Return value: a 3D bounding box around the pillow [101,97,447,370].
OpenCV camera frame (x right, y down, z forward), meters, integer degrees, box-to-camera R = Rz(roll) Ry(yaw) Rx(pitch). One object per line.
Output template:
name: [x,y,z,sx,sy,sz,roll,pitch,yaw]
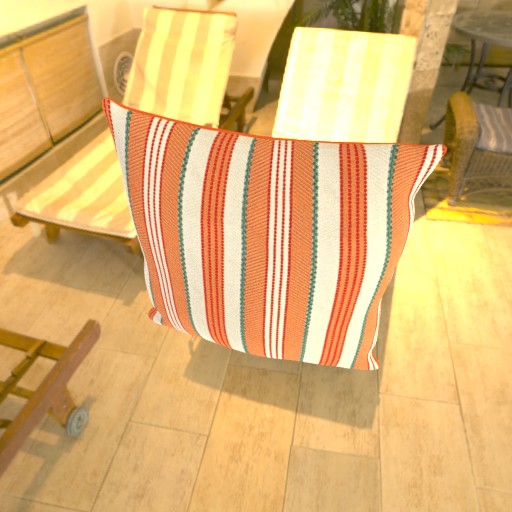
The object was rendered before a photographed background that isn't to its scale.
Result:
pillow: [0.000,0.000,0.671,0.440,0.441,0.182,11,42,12]
